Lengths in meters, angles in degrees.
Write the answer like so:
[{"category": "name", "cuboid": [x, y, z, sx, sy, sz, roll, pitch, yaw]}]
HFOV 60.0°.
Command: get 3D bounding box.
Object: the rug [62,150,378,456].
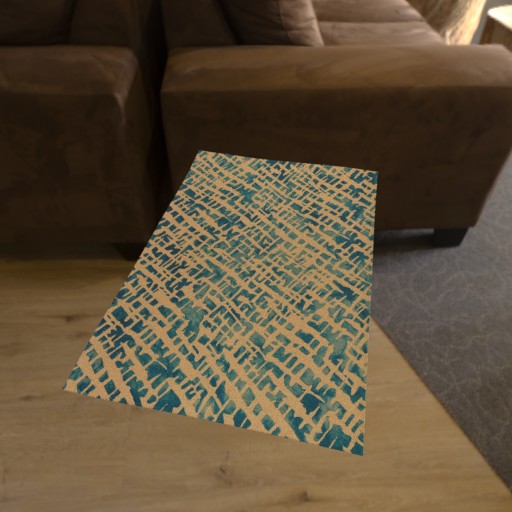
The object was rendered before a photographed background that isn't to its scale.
[{"category": "rug", "cuboid": [0.000, 0.000, 2.335, 1.209, 0.011, 1.830, 9, 46, 9]}]
